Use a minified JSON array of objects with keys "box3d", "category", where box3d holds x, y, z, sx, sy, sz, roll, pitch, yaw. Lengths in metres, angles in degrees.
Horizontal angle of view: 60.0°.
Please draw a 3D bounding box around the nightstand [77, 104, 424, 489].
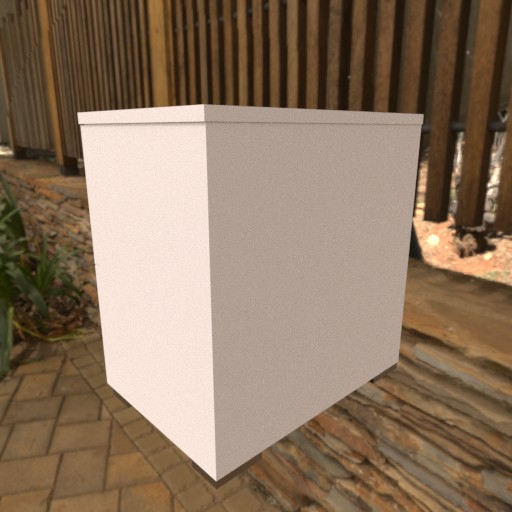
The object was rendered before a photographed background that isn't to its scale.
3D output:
[{"box3d":[0.000,0.000,0.753,0.441,0.460,0.325,-14,21,-41],"category":"nightstand"}]
